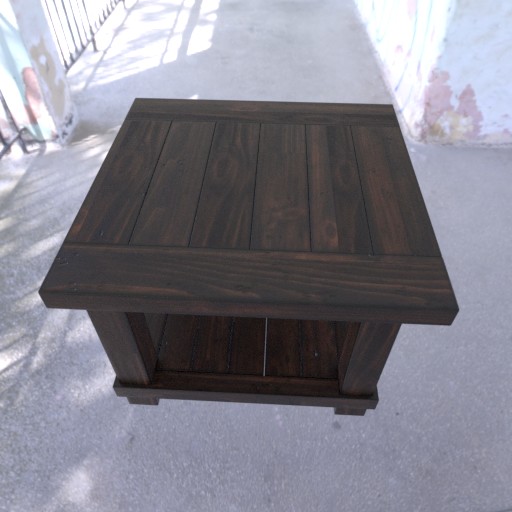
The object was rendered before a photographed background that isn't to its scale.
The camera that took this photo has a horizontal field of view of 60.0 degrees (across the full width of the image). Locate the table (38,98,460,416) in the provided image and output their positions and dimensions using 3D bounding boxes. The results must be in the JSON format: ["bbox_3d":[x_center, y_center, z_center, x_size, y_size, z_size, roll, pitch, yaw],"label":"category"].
[{"bbox_3d":[0.000,0.000,0.995,0.606,0.437,0.593,2,46,2],"label":"table"}]
